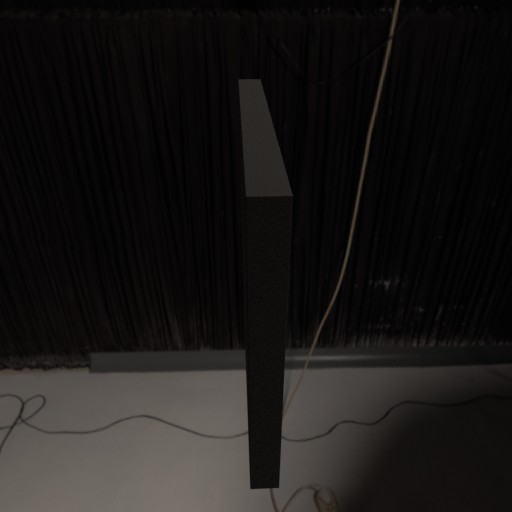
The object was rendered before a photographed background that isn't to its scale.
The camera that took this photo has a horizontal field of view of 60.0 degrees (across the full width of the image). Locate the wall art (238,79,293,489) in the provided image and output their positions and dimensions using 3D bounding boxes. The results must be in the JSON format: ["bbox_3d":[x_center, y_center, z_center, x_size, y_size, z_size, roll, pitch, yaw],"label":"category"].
[{"bbox_3d":[0.000,0.000,0.532,0.031,0.330,0.381,-1,32,-2],"label":"wall art"}]
